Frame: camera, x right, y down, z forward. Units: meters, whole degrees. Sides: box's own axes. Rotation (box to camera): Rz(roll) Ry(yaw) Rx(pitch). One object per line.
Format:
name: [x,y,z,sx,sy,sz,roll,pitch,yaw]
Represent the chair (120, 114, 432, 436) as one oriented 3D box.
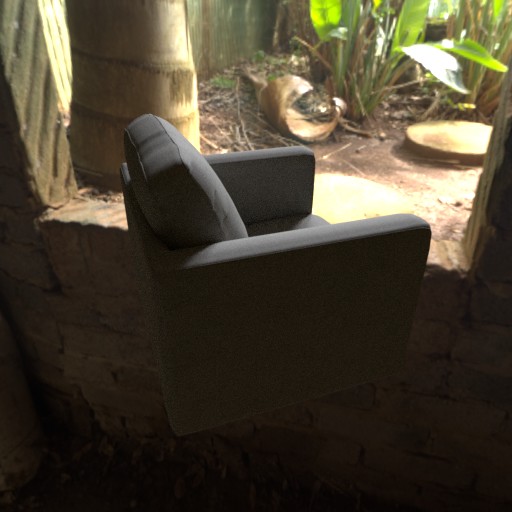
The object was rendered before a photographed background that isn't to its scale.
chair: [0.000,0.000,1.555,0.800,0.927,0.855,-10,31,-17]
